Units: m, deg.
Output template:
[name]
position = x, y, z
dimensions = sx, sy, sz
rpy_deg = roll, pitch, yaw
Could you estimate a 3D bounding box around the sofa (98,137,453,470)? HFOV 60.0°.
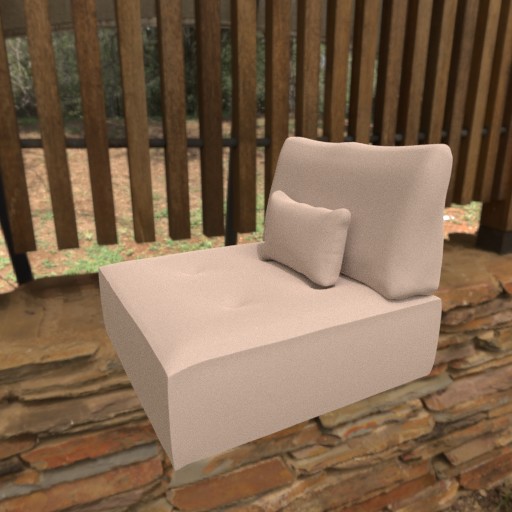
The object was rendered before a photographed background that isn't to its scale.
[sofa]
position = 0.000, 0.000, 1.658
dimensions = 1.000, 0.828, 0.935
rpy_deg = -9, 19, -27
